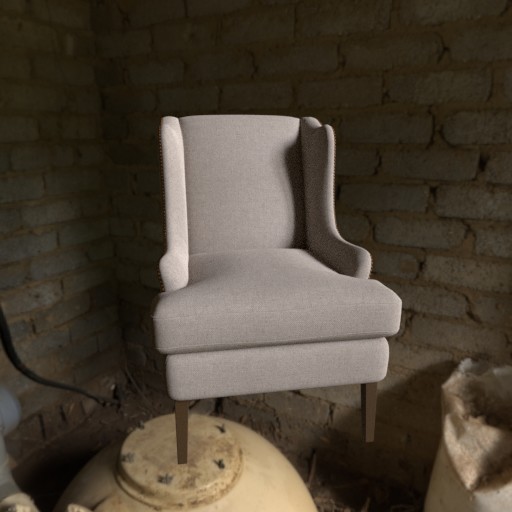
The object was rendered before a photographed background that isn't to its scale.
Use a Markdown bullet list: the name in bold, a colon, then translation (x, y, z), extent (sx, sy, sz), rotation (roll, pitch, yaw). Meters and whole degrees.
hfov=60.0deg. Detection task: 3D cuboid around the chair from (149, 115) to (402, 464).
- **chair**: translation (0.000, 0.000, 1.659), extent (0.737, 1.029, 0.940), rotation (-3, 16, -9)
